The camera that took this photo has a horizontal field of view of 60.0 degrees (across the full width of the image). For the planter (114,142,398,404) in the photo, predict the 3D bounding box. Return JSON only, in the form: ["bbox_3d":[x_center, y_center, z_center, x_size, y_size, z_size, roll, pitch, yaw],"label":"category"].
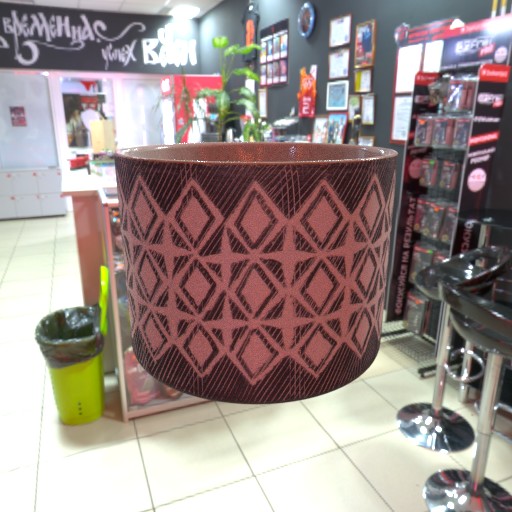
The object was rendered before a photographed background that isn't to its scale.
[{"bbox_3d":[0.000,0.000,0.222,0.126,0.104,0.126,0,17,0],"label":"planter"}]
